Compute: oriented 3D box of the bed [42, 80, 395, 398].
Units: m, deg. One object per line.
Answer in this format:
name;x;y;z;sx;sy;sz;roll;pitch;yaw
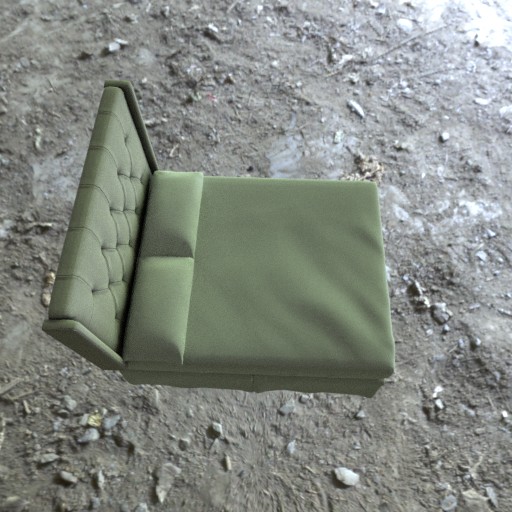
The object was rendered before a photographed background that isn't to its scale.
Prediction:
bed;0.000;0.000;3.256;2.066;1.665;1.719;2;64;1
